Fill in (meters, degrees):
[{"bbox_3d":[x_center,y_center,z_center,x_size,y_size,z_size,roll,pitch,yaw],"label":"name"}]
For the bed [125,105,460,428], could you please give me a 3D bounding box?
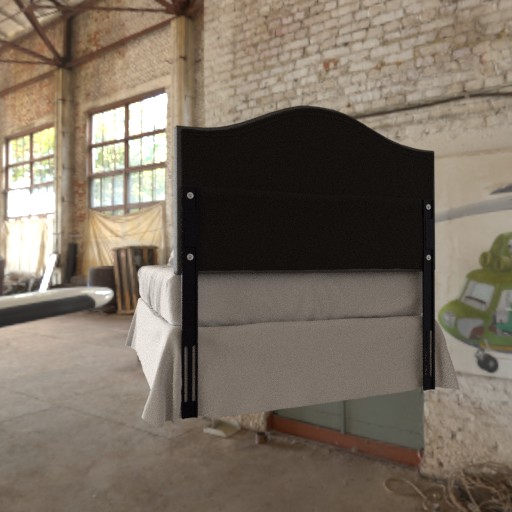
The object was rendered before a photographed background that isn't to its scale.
[{"bbox_3d":[0.000,0.000,3.407,1.876,1.645,2.221,0,-1,-19],"label":"bed"}]
